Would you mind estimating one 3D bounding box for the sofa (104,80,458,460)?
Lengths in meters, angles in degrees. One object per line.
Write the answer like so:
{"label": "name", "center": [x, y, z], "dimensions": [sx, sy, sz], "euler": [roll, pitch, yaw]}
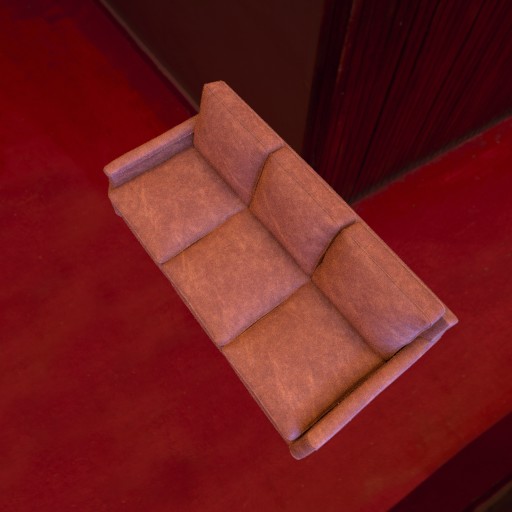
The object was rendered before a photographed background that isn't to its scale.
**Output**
{"label": "sofa", "center": [0.000, 0.000, 2.887], "dimensions": [1.084, 1.003, 2.246], "euler": [-35, 70, -15]}
